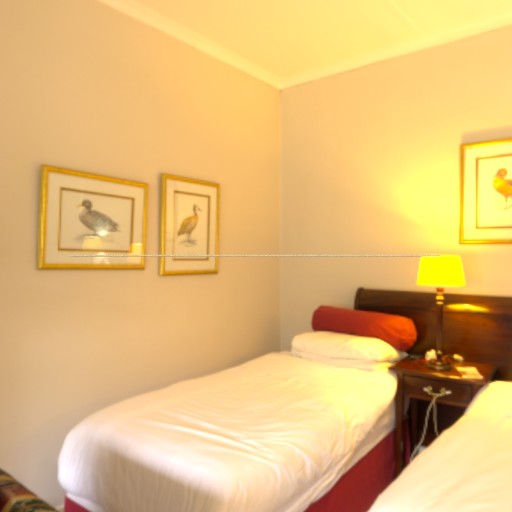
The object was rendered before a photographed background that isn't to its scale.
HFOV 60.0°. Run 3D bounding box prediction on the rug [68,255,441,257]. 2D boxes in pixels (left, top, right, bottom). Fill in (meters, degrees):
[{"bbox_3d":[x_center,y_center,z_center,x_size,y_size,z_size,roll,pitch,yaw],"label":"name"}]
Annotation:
[{"bbox_3d":[0.000,0.000,3.013,1.523,0.008,2.438,0,0,0],"label":"rug"}]
